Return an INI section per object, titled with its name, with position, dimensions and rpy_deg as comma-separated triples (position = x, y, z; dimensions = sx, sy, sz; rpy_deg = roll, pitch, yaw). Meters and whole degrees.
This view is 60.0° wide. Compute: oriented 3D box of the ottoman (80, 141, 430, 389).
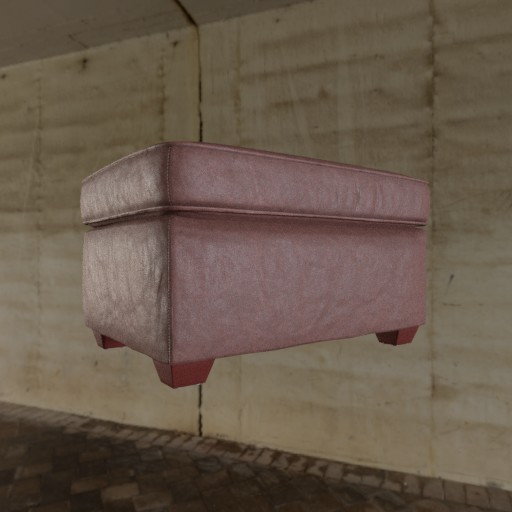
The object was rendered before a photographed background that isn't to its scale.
[ottoman]
position = 0.000, 0.000, 1.116
dimensions = 0.749, 0.449, 0.548
rpy_deg = 0, 0, -36
